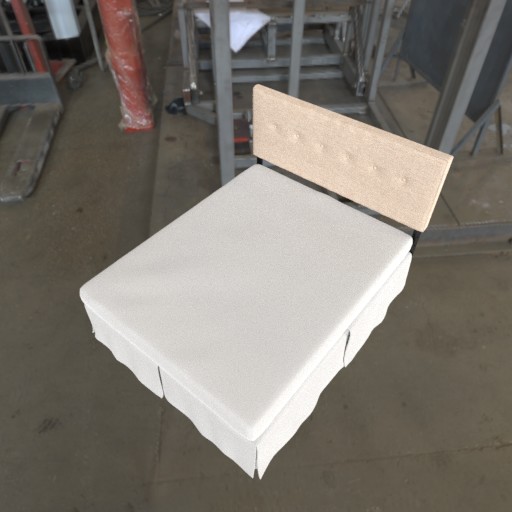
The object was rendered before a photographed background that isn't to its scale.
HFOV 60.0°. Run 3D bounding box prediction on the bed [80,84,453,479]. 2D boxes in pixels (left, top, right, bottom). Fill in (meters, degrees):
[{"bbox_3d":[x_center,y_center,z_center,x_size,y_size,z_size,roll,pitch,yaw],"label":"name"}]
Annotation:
[{"bbox_3d":[0.000,0.000,3.044,1.643,1.270,1.978,31,53,26],"label":"bed"}]
